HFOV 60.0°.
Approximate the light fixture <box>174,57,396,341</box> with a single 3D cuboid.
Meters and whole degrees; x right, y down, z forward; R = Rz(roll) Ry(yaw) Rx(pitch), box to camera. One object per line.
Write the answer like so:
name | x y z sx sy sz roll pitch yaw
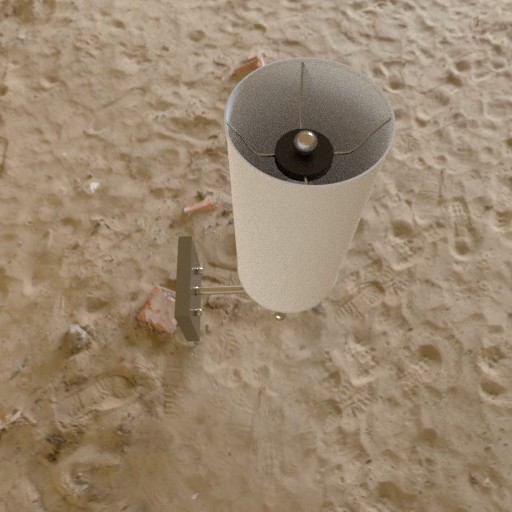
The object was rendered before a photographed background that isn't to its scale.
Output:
light fixture | 0.000 0.000 0.538 0.208 0.462 0.128 -2 63 -1
